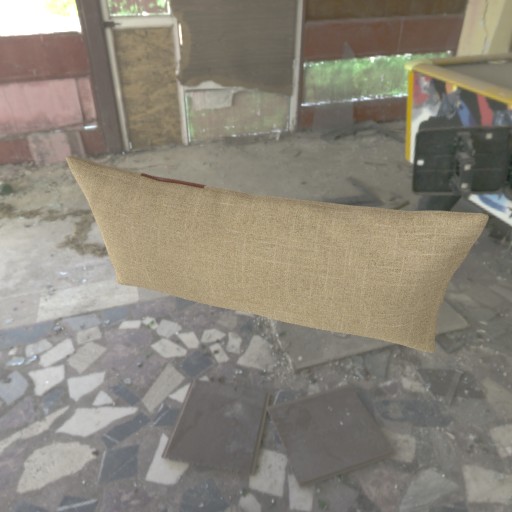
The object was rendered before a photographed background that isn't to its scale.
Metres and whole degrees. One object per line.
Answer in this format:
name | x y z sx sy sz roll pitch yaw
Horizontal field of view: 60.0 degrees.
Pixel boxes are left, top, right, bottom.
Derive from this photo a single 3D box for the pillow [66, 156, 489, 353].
pillow | 0.000 0.000 0.716 0.612 0.282 0.155 11 36 15
